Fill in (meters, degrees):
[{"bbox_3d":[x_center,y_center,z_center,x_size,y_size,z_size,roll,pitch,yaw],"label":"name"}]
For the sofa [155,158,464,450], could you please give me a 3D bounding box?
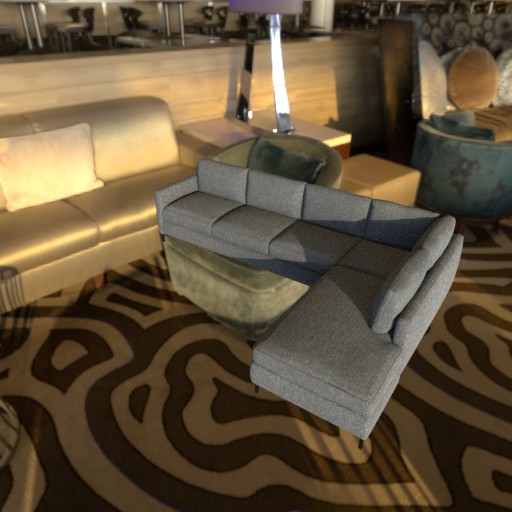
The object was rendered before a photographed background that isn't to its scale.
[{"bbox_3d":[0.000,0.000,3.833,2.949,0.815,2.007,19,35,30],"label":"sofa"}]
